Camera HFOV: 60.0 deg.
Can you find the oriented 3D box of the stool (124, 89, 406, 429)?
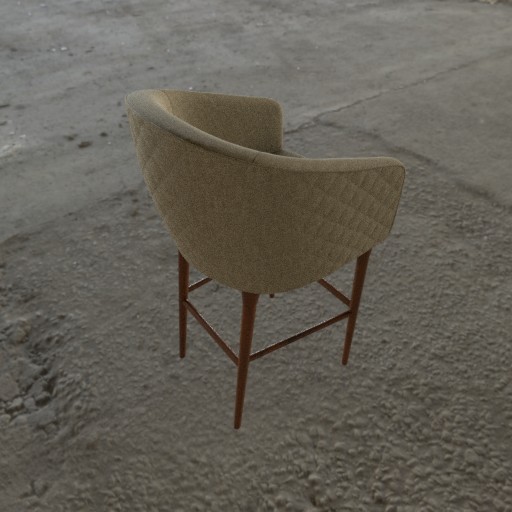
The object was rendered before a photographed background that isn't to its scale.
[{"bbox_3d":[0.000,0.000,1.406,0.607,1.078,0.559,-27,47,-27],"label":"stool"}]
